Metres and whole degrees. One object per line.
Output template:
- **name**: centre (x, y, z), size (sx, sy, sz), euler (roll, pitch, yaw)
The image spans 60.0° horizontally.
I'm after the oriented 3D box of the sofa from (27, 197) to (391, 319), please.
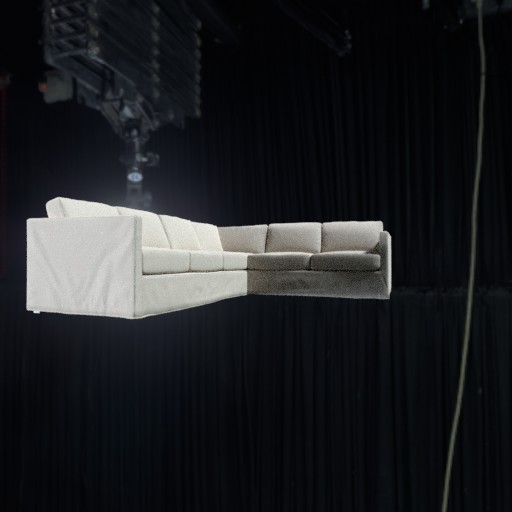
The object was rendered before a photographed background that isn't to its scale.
- **sofa**: centre (0.000, 0.000, 4.295), size (2.432, 0.871, 3.182), euler (0, -1, 19)
